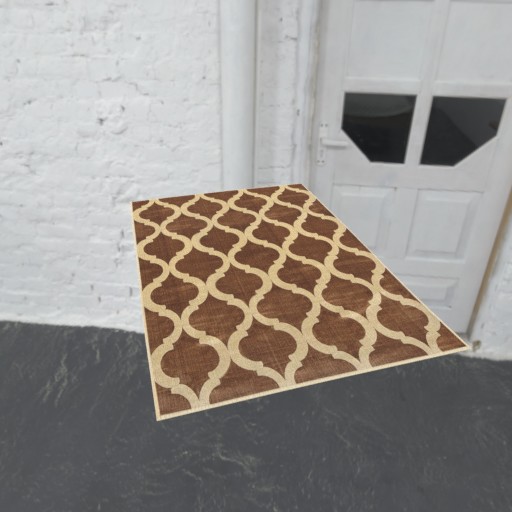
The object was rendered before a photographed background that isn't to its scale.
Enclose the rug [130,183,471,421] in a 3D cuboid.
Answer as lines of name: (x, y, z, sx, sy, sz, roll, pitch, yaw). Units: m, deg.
rug: (0.000, 0.000, 2.914, 1.522, 0.008, 2.284, -8, 32, -14)
